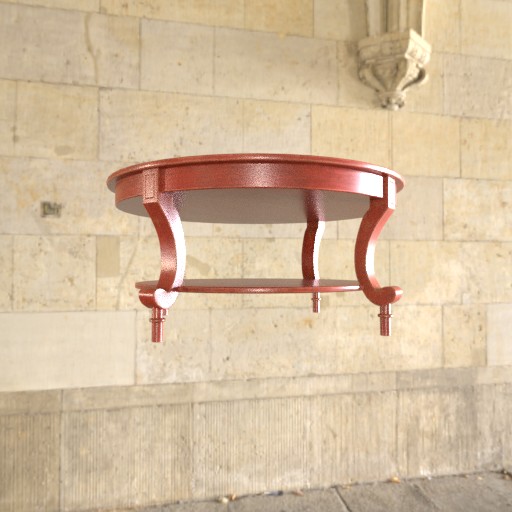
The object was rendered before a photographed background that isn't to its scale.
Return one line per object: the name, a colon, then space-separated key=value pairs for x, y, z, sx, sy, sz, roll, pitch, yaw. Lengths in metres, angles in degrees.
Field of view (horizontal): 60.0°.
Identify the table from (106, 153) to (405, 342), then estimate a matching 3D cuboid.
table: x=0.000 y=0.000 z=1.599 sx=1.029 sy=0.486 sz=1.029 roll=0 pitch=-1 yaw=0
